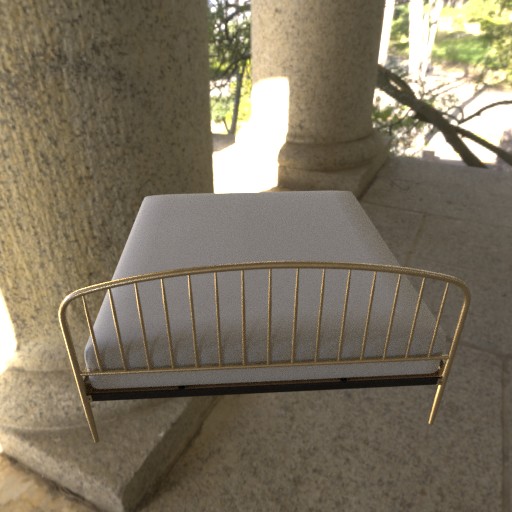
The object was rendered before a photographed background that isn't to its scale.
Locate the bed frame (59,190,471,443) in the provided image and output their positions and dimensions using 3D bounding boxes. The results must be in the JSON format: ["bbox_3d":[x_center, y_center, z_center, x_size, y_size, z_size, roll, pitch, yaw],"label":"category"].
[{"bbox_3d":[0.000,0.000,3.235,2.016,1.174,2.152,-2,30,-3],"label":"bed frame"}]
